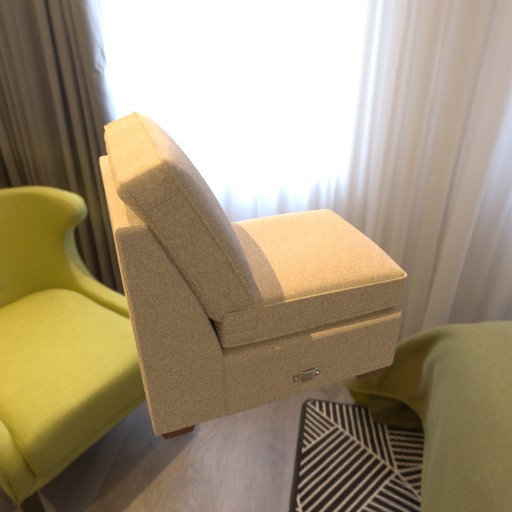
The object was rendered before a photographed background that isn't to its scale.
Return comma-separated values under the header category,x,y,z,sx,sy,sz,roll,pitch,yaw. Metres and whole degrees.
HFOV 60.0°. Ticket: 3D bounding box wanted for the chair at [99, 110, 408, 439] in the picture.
category,x,y,z,sx,sy,sz,roll,pitch,yaw
chair,0.000,0.000,1.735,1.020,1.058,0.674,-11,32,-18
